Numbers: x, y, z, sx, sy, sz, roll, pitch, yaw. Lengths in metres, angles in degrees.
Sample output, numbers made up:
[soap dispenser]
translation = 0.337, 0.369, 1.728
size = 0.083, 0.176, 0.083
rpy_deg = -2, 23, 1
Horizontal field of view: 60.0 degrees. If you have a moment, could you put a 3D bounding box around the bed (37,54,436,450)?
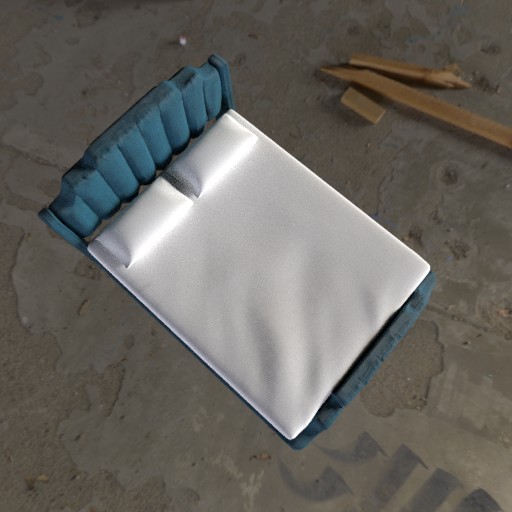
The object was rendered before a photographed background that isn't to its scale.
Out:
[bed]
translation = 0.000, 0.000, 3.270
size = 2.322, 1.351, 1.676
rpy_deg = 41, 78, 11
